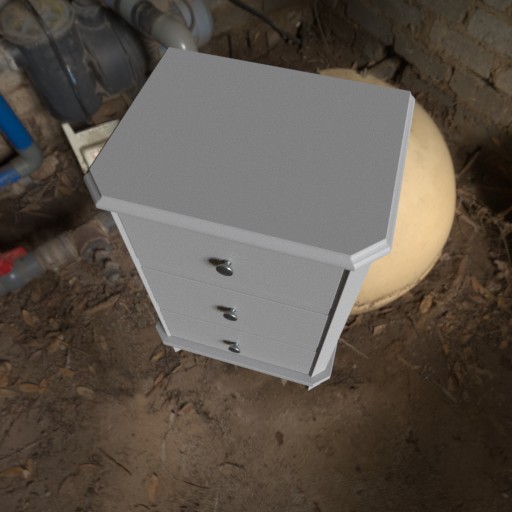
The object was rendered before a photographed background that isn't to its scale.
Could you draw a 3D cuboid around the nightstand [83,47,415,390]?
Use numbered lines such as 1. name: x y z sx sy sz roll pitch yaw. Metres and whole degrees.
1. nightstand: 0.000 0.000 0.960 0.450 0.680 0.350 14 60 8
